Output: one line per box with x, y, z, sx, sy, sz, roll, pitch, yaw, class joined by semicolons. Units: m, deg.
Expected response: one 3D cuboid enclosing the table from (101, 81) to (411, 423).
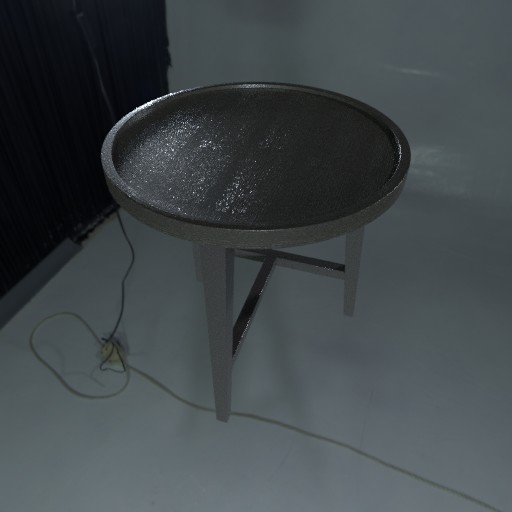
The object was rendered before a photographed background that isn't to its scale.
0.000;0.000;0.914;0.500;0.531;0.500;0;42;0;table
